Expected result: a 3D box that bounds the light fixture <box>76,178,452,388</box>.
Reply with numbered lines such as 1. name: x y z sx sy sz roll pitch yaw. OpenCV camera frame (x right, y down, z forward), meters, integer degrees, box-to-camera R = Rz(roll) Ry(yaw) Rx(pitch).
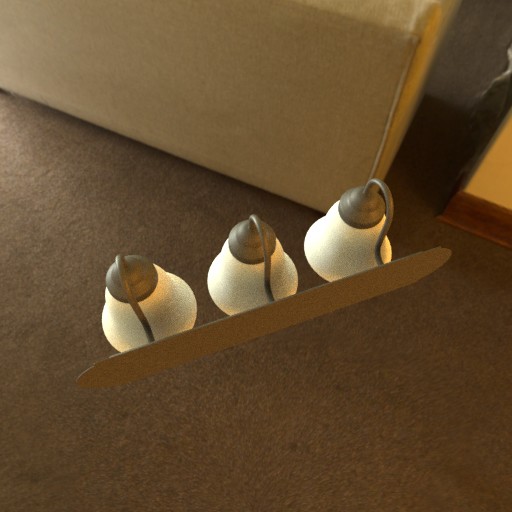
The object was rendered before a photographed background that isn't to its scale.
1. light fixture: 0.000 0.000 0.707 0.610 0.222 0.199 -18 61 -10
